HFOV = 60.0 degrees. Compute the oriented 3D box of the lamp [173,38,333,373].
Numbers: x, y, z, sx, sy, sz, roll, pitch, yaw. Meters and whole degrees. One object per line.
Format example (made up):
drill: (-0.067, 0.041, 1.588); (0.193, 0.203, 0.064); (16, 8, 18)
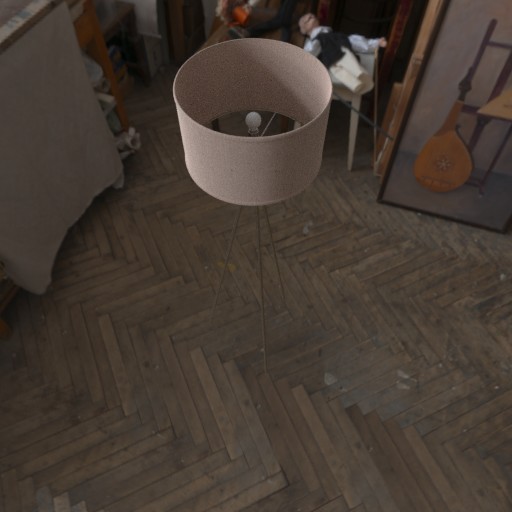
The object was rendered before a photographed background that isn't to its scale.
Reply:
lamp: (0.000, 0.000, 1.766); (0.449, 1.545, 0.460); (-16, 58, -10)
